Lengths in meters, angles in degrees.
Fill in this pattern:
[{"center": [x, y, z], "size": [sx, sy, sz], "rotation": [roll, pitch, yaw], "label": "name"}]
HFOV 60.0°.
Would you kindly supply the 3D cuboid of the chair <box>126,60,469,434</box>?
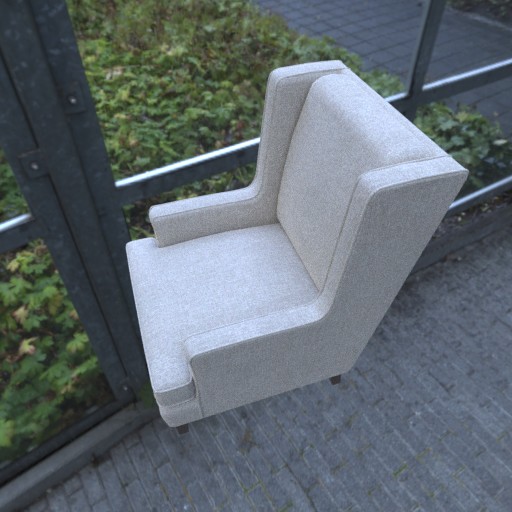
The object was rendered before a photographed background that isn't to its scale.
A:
[{"center": [0.000, 0.000, 1.682], "size": [0.948, 1.082, 0.764], "rotation": [-14, 47, -13], "label": "chair"}]
